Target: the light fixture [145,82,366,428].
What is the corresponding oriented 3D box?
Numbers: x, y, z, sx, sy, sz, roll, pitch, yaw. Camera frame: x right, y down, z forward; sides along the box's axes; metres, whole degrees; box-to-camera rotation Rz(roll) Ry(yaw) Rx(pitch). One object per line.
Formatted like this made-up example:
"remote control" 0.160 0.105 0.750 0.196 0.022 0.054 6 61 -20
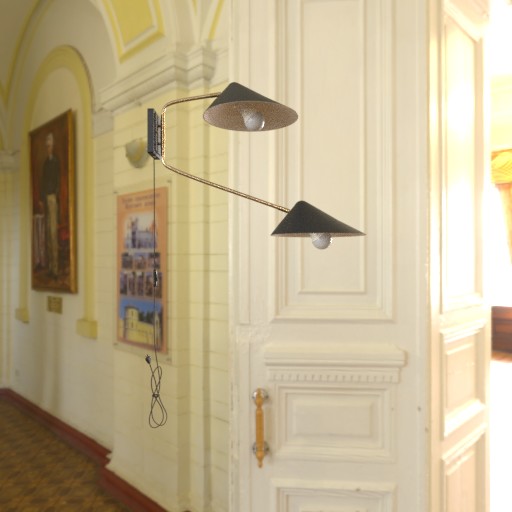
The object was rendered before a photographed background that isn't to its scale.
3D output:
"light fixture" 0.000 0.000 0.854 0.422 0.665 0.189 0 0 0
